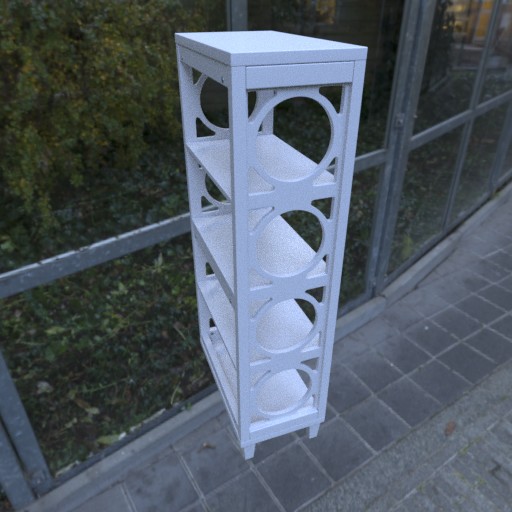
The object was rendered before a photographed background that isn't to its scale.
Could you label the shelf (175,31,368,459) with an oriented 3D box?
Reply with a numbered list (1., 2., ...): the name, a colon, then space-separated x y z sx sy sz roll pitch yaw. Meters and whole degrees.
1. shelf: 0.000 0.000 1.600 0.340 1.411 0.611 -11 32 -17
